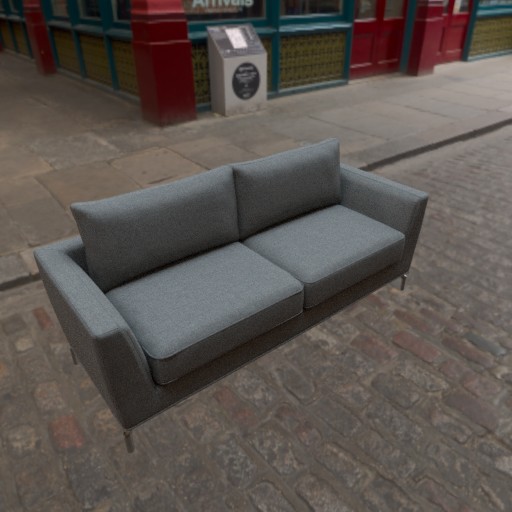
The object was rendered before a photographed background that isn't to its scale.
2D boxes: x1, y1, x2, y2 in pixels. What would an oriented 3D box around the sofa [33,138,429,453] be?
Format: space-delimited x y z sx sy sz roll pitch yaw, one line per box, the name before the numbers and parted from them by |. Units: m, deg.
sofa | 0.000 0.000 2.656 2.212 1.002 0.869 -22 38 -32
